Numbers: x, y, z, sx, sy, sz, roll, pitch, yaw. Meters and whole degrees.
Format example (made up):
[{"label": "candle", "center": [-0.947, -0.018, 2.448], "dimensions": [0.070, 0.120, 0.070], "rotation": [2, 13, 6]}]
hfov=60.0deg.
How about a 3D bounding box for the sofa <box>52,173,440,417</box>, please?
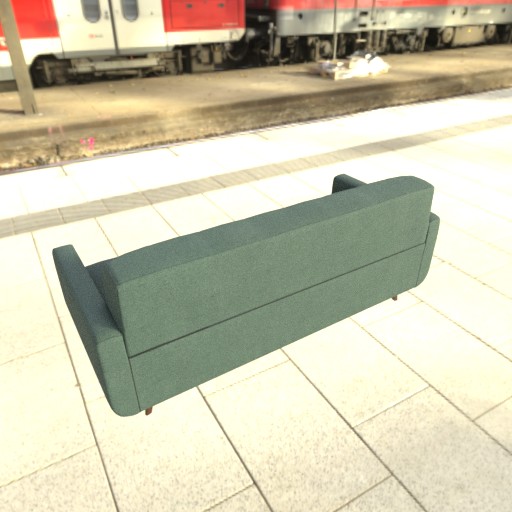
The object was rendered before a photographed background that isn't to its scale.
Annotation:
[{"label": "sofa", "center": [0.000, 0.000, 2.560], "dimensions": [2.029, 0.841, 0.909], "rotation": [-18, 36, -27]}]
